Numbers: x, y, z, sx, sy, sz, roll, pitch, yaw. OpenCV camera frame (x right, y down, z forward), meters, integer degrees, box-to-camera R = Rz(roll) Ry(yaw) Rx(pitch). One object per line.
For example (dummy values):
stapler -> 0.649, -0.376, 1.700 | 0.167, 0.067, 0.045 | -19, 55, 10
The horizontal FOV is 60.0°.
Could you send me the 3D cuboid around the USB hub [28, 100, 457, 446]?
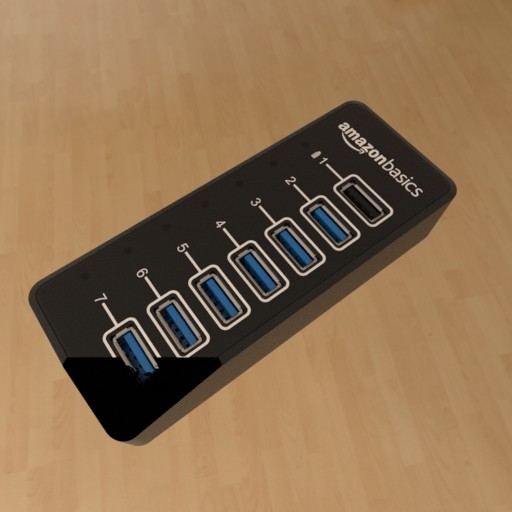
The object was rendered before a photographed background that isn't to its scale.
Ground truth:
USB hub -> 0.000, 0.000, 0.124 | 0.110, 0.023, 0.044 | -33, 68, -16
